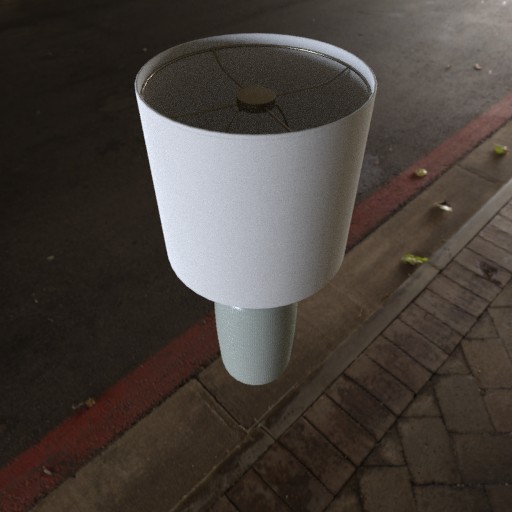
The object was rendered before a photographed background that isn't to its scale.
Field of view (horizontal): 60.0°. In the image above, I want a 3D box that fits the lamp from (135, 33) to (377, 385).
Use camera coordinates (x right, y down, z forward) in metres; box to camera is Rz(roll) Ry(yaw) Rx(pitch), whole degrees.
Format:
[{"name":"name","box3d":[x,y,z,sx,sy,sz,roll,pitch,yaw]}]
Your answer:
[{"name":"lamp","box3d":[0.000,0.000,0.578,0.220,0.475,0.220,-9,46,-9]}]
